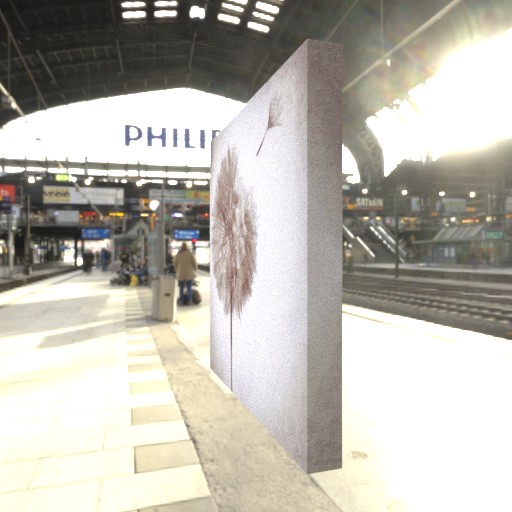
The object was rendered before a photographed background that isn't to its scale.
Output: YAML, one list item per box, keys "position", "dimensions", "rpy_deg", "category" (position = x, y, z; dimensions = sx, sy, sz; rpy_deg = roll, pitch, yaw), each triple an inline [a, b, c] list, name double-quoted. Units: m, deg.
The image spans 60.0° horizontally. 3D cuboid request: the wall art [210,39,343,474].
- position: [0.000, 0.000, 0.456]
  dimensions: [0.028, 0.303, 0.303]
  rpy_deg: [0, 0, -19]
  category: "wall art"
